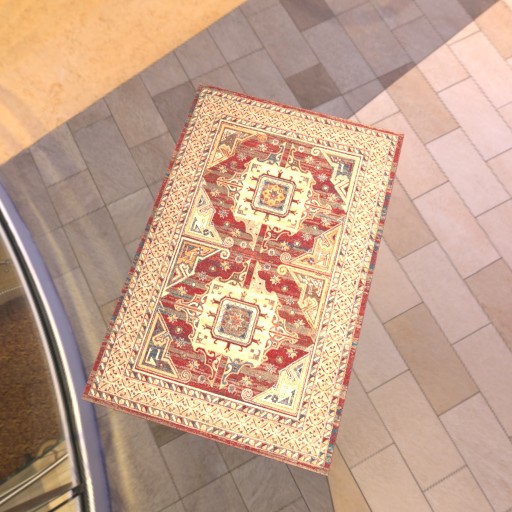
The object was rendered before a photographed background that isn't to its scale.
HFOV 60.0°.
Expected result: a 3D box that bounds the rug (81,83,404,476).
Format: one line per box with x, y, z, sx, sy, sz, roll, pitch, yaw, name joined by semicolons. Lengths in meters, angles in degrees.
0.000;0.000;5.776;3.033;0.033;4.578;16;75;4;rug
